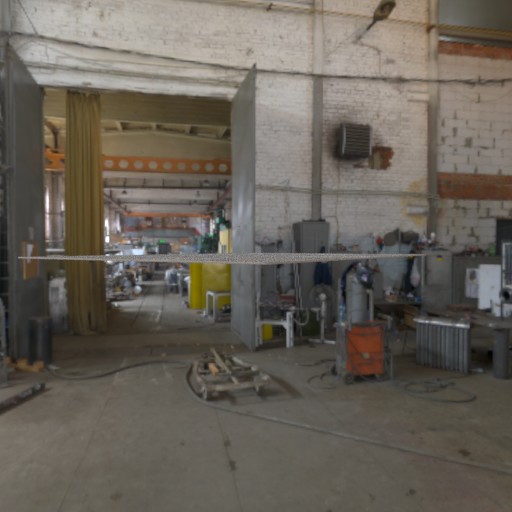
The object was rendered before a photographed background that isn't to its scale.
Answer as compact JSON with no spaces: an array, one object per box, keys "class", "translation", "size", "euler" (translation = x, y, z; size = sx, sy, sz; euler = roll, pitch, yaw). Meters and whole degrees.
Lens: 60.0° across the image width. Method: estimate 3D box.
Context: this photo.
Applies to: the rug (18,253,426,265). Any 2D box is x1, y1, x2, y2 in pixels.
[{"class":"rug","translation":[0.000,0.000,2.872],"size":[1.600,0.008,2.235],"euler":[1,1,34]}]
